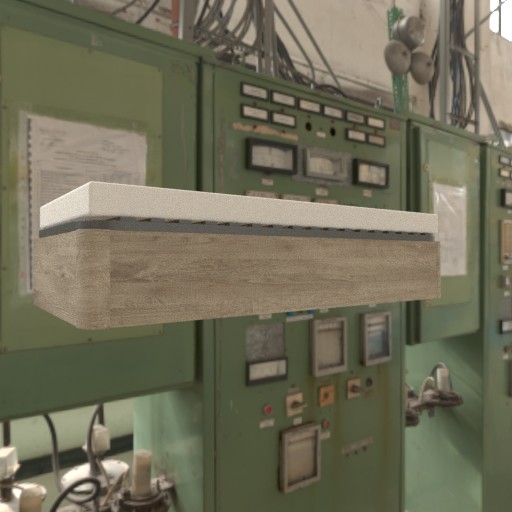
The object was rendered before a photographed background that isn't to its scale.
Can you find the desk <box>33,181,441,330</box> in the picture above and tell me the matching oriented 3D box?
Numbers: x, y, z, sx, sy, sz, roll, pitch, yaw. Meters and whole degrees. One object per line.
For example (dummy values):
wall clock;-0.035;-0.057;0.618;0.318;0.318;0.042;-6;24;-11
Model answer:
desk;0.000;0.000;2.237;1.900;0.455;0.900;0;0;-35
